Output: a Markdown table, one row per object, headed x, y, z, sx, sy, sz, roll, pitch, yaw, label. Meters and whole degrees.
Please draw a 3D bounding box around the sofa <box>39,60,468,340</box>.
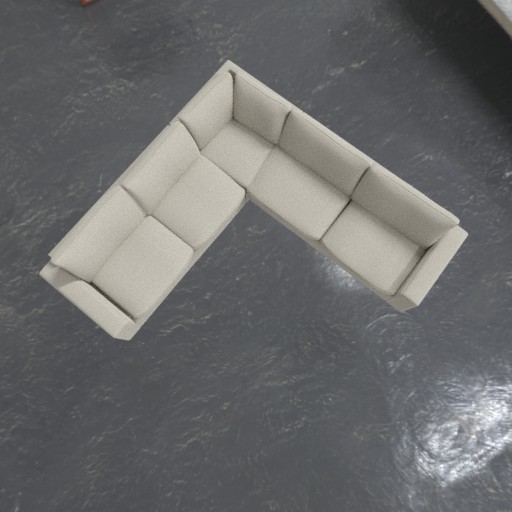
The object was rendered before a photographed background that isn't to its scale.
| x | y | z | sx | sy | sz | roll | pitch | yaw | label |
| --- | --- | --- | --- | --- | --- | --- | --- | --- | --- |
| 0.000 | 0.000 | 4.632 | 3.206 | 0.918 | 3.066 | 37 | 79 | 8 | sofa |
